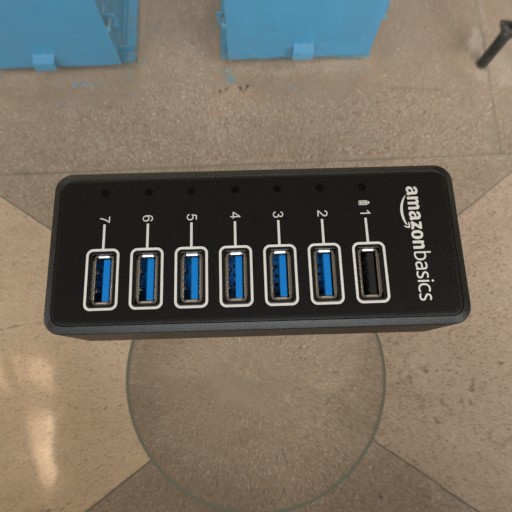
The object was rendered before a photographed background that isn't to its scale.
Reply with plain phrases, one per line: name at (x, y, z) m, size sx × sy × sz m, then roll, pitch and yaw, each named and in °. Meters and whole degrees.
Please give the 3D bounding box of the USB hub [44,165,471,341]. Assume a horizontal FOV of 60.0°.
USB hub at (0.000, 0.000, 0.128) m, size 0.110 × 0.023 × 0.044 m, roll -2°, pitch 75°, yaw 0°
